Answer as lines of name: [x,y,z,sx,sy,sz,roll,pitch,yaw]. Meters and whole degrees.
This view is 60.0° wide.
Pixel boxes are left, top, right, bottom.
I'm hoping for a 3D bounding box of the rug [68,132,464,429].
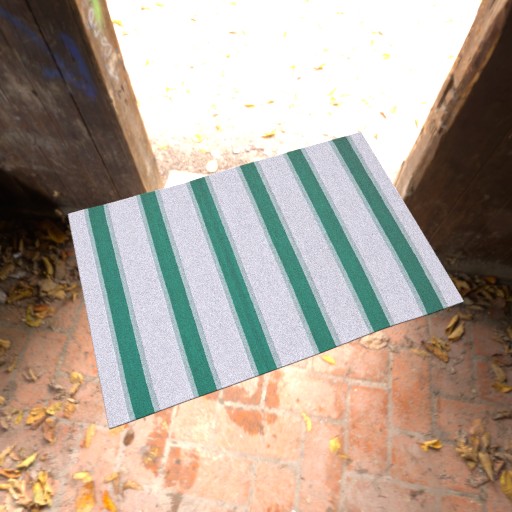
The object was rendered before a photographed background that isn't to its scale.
rug: [0.000,0.000,2.388,1.829,0.012,1.210,-18,64,-9]
